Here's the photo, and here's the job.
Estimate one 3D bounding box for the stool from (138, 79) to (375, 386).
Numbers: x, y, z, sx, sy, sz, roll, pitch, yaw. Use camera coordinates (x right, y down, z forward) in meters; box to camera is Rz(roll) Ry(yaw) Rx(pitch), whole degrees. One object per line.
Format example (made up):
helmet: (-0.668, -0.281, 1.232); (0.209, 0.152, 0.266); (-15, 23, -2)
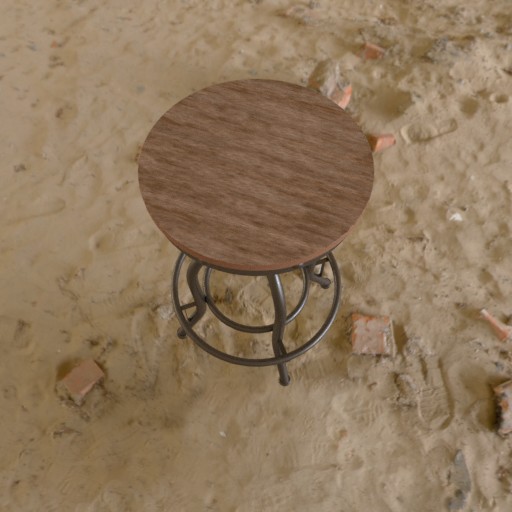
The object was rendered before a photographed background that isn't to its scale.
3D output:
stool: (0.000, 0.000, 0.927); (0.439, 0.609, 0.439); (-18, 64, -9)
